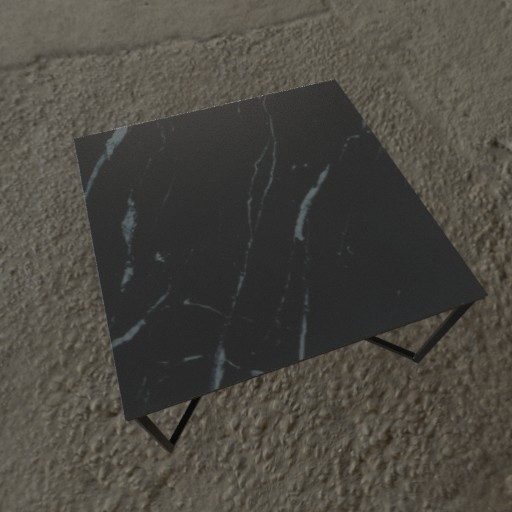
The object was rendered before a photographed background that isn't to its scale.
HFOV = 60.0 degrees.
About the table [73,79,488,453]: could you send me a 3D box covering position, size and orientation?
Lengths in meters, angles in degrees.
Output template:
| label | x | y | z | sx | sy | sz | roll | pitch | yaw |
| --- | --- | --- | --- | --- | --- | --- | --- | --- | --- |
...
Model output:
| label | x | y | z | sx | sy | sz | roll | pitch | yaw |
| --- | --- | --- | --- | --- | --- | --- | --- | --- | --- |
| table | 0.000 | 0.000 | 1.293 | 0.800 | 0.450 | 0.800 | -16 | 59 | -10 |
